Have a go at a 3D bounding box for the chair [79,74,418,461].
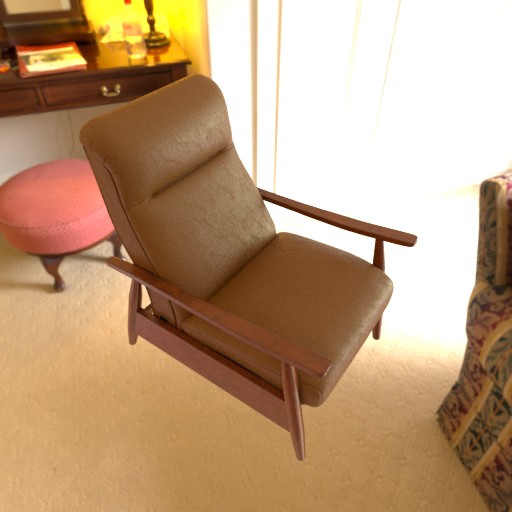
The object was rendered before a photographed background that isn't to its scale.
[{"bbox_3d":[0.000,0.000,1.759,1.014,1.082,0.762,26,48,25],"label":"chair"}]
